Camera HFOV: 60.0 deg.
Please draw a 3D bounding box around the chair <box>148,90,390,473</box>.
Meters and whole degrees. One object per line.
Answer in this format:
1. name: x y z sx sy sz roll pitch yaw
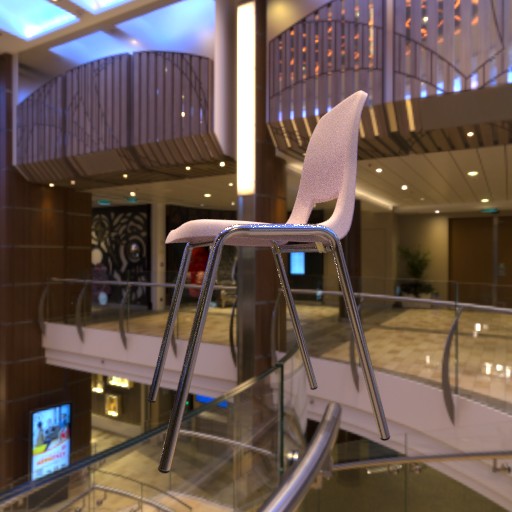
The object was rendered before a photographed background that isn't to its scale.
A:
1. chair: 0.000 0.000 0.952 0.436 0.704 0.381 0 0 -16
